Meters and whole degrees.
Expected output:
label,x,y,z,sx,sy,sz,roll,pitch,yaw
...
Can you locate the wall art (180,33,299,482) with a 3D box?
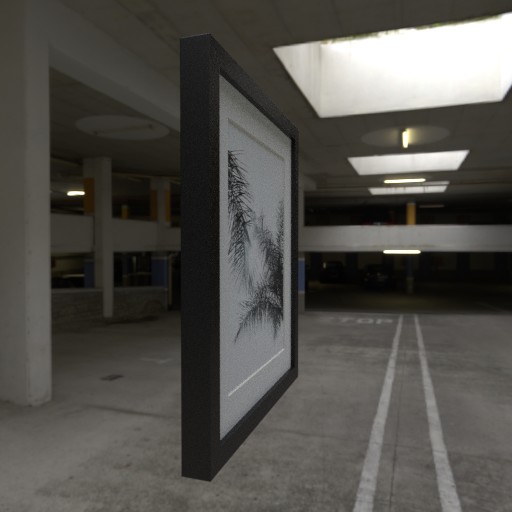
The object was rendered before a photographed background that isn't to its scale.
label,x,y,z,sx,sy,sz,roll,pitch,yaw
wall art,0.000,0.000,0.534,0.028,0.380,0.325,0,1,19
